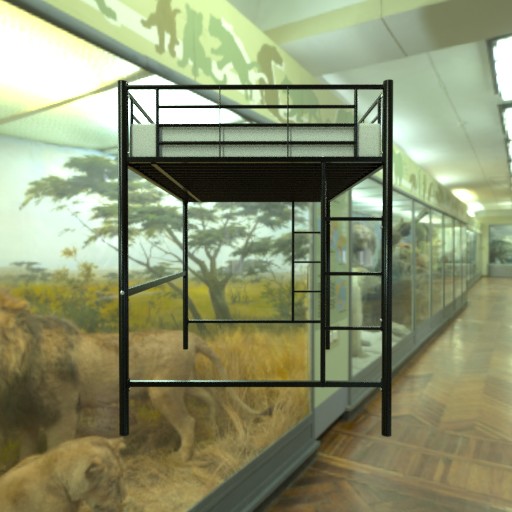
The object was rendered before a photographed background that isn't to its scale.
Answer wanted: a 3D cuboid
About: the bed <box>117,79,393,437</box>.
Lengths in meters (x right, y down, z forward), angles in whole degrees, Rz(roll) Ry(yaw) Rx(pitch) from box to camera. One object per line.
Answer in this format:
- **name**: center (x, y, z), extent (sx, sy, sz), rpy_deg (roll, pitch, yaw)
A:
- **bed**: center (0.000, 0.000, 3.229), extent (1.397, 1.803, 1.994), rpy_deg (0, 1, 0)
